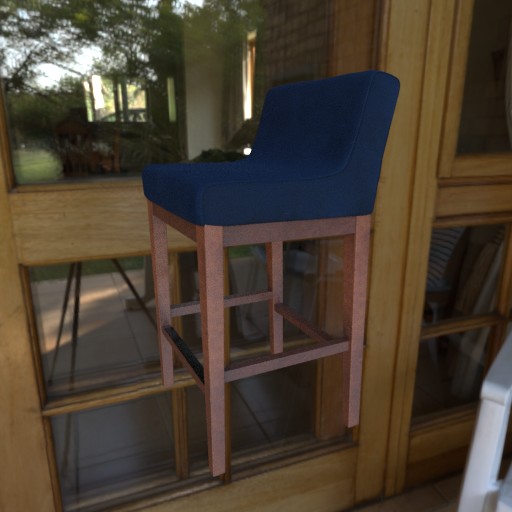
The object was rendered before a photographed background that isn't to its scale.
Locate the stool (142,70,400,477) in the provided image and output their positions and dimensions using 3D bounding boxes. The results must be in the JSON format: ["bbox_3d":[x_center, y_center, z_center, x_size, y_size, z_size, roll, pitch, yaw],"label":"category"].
[{"bbox_3d":[0.000,0.000,1.244,0.516,0.945,0.511,-8,18,-26],"label":"stool"}]
